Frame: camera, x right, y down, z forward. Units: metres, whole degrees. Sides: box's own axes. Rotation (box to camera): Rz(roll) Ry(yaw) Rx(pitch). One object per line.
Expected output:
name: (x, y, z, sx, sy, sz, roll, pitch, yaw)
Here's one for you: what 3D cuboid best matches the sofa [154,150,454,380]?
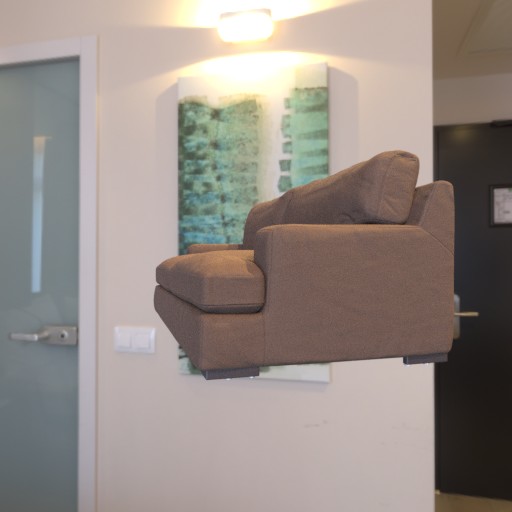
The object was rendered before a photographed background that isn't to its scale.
sofa: (0.000, 0.000, 2.823, 1.140, 0.950, 2.274, 0, -1, -17)
